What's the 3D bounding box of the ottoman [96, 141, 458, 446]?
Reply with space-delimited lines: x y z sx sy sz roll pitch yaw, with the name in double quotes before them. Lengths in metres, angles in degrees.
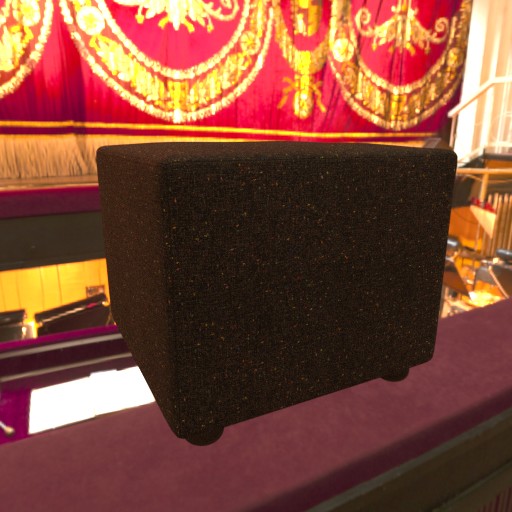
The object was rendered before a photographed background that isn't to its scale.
"ottoman" 0.000 0.000 0.867 0.508 0.432 0.508 -8 17 -26
